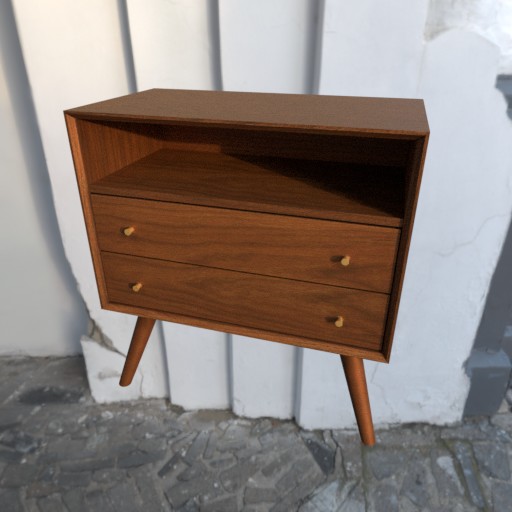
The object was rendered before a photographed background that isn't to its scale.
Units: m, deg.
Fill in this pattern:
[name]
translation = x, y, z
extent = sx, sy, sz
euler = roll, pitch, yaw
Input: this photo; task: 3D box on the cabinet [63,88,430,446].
[cabinet]
translation = 0.000, 0.000, 1.144
extent = 0.712, 0.748, 0.388
euler = 8, 28, 15
